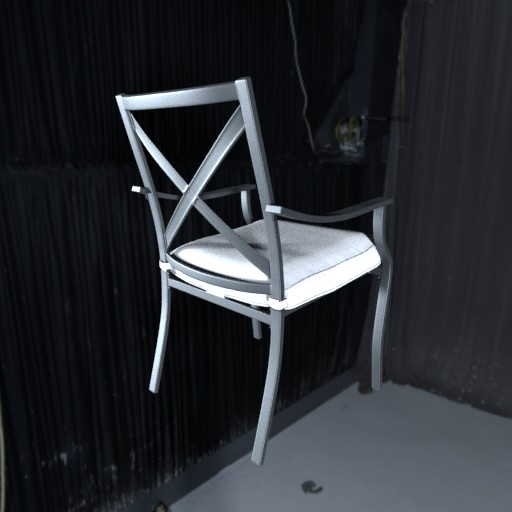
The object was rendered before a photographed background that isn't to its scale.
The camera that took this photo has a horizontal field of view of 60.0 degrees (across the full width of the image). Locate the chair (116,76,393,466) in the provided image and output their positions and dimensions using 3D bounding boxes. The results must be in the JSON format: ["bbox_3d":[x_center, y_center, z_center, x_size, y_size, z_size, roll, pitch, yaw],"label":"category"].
[{"bbox_3d":[0.000,0.000,1.294,0.575,0.889,0.620,14,20,43],"label":"chair"}]
